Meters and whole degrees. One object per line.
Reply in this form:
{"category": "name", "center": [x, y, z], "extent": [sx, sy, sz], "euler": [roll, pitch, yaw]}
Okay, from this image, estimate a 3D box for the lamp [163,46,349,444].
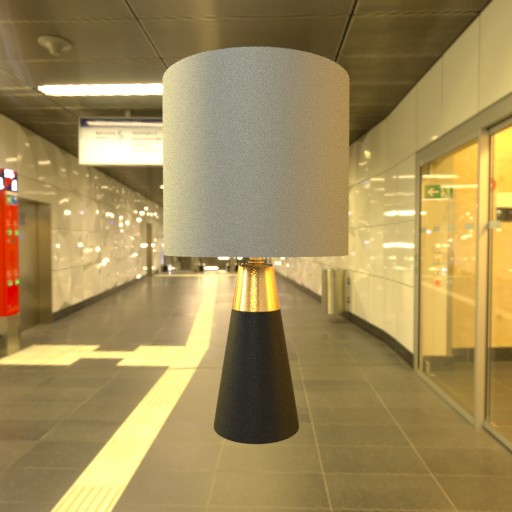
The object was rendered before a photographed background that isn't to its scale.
{"category": "lamp", "center": [0.000, 0.000, 0.754], "extent": [0.308, 0.580, 0.308], "euler": [-1, 2, -17]}
